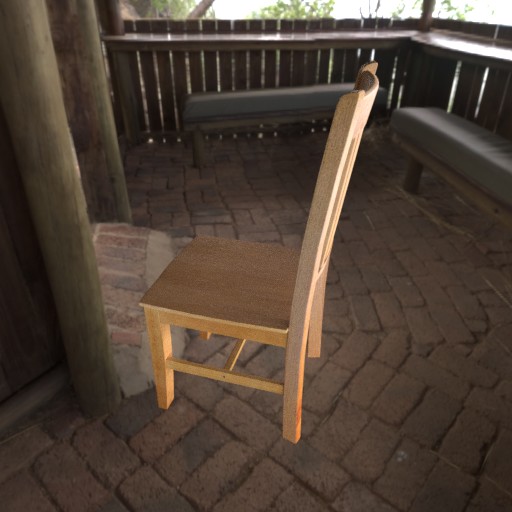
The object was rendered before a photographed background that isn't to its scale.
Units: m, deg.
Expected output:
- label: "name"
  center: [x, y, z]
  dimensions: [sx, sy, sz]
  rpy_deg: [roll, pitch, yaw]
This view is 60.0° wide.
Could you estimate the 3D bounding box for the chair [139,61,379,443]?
- label: "chair"
  center: [0.000, 0.000, 1.271]
  dimensions: [0.556, 0.998, 0.450]
  rpy_deg: [9, 31, 14]
